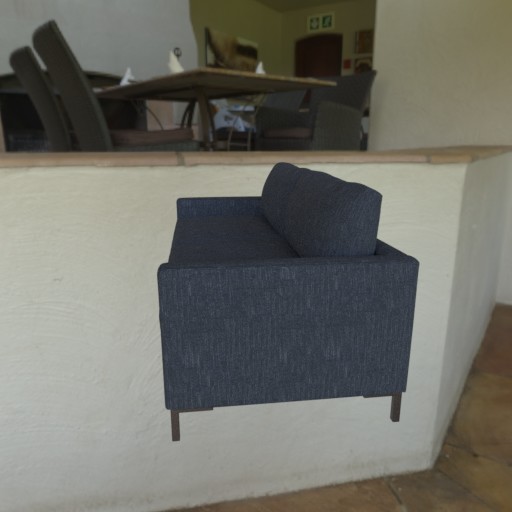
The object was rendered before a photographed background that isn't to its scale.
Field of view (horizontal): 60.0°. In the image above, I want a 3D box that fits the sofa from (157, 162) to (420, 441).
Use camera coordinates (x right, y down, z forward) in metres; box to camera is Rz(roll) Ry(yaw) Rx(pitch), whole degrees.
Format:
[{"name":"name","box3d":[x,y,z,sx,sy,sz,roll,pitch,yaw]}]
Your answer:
[{"name":"sofa","box3d":[0.000,0.000,2.242,0.866,0.862,1.716,-2,15,-7]}]
